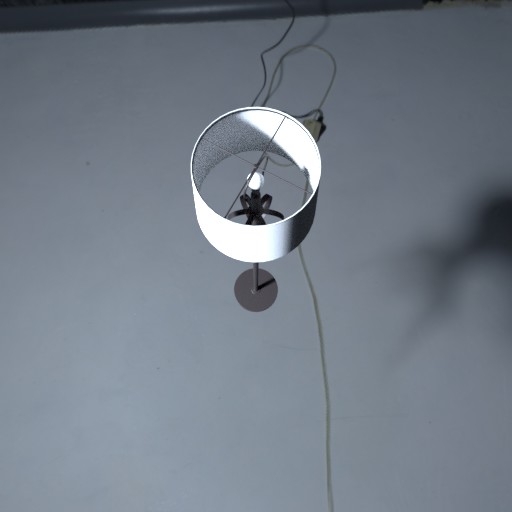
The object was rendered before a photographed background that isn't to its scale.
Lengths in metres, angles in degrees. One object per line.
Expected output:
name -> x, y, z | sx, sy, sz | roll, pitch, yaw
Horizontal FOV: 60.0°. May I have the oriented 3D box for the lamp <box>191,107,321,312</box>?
lamp -> 0.000, 0.000, 1.565 | 0.286, 1.462, 0.286 | -1, 76, 0
